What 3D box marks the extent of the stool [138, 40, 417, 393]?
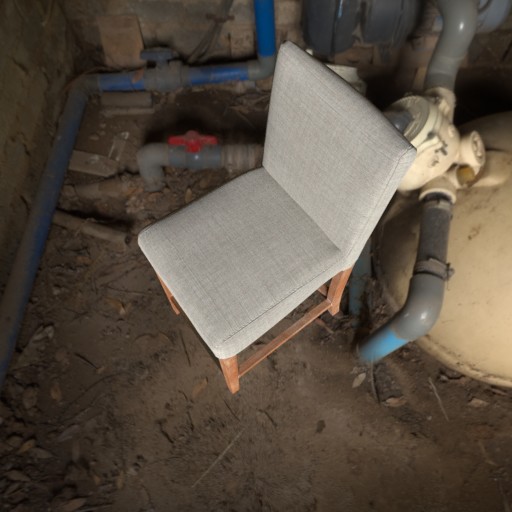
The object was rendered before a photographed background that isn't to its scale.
[{"bbox_3d":[0.000,0.000,1.376,0.567,1.039,0.454,-34,68,-16],"label":"stool"}]
